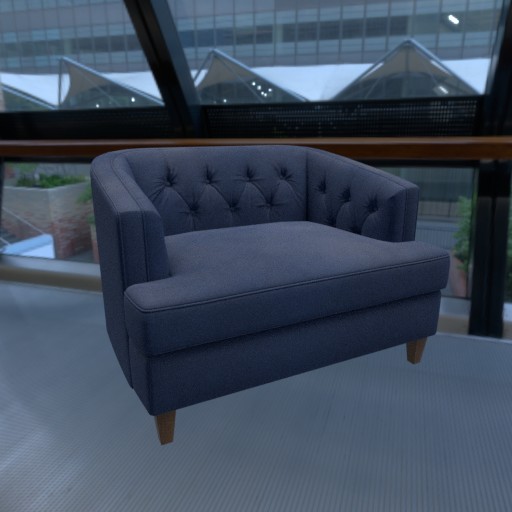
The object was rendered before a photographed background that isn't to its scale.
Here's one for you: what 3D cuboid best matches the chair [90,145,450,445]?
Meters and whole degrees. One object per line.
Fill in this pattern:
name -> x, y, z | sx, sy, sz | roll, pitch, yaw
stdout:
chair -> 0.000, 0.000, 1.716 | 1.118, 0.787, 0.914 | -8, 18, -26
